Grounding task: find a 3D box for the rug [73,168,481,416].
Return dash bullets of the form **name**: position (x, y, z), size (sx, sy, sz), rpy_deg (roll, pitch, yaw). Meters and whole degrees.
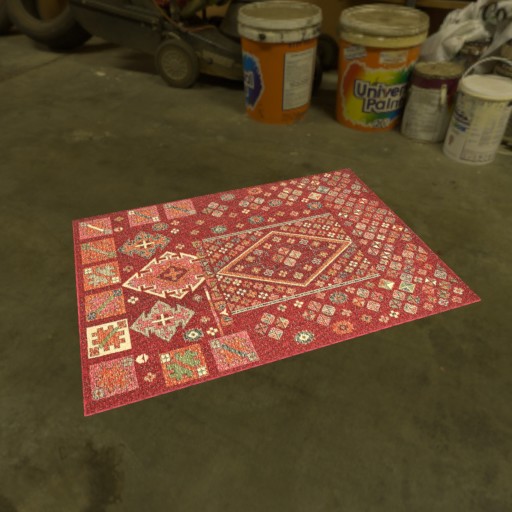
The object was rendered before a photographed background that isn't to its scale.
- **rug**: position (0.000, 0.000, 2.828), size (2.184, 0.007, 1.579), rpy_deg (-13, 42, -14)
